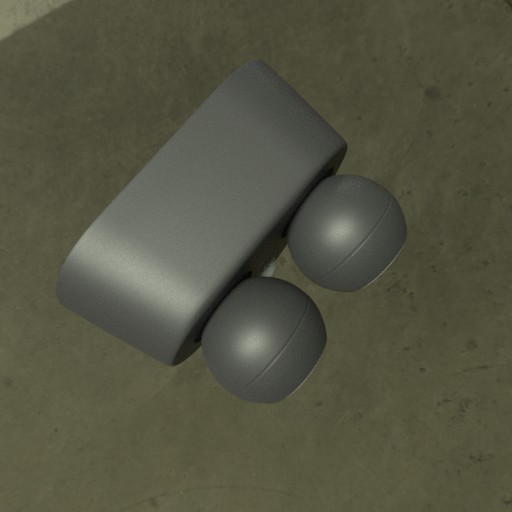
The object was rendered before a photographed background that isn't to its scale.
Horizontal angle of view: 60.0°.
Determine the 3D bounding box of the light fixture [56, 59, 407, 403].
[{"bbox_3d":[0.000,0.000,0.338,0.159,0.159,0.229,37,79,9],"label":"light fixture"}]
